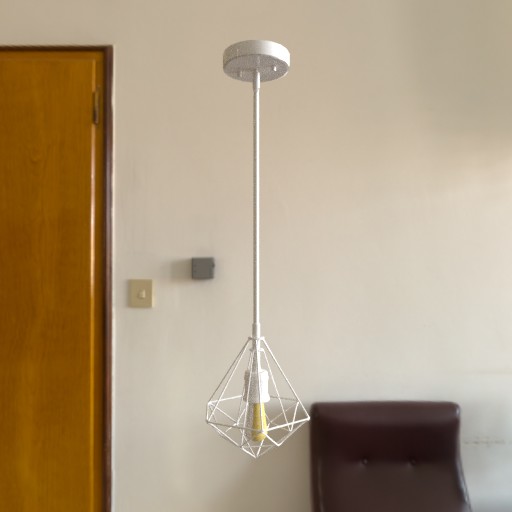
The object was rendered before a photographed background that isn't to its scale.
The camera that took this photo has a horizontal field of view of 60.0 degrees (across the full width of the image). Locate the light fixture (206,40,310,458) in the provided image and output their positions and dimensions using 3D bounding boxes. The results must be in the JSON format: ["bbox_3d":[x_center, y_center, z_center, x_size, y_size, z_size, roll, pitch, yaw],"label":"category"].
[{"bbox_3d":[0.000,0.000,1.947,0.487,1.764,0.431,1,-1,-35],"label":"light fixture"}]
